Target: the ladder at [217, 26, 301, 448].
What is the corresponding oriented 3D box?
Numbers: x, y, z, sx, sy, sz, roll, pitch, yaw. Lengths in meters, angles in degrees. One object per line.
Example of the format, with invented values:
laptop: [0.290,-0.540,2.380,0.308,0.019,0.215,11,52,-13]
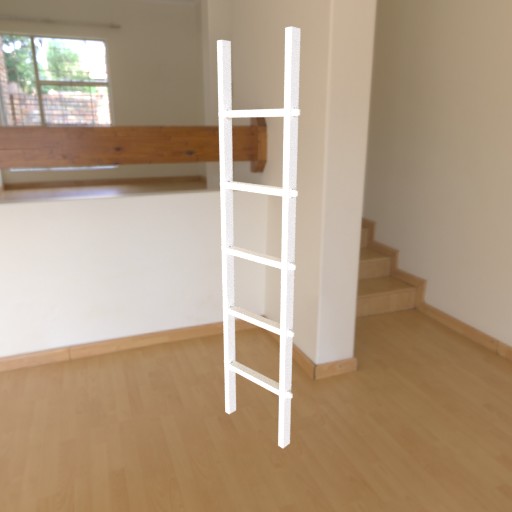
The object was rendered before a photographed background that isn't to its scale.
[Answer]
ladder: [0.000,0.000,1.982,0.452,1.797,0.051,15,22,42]
